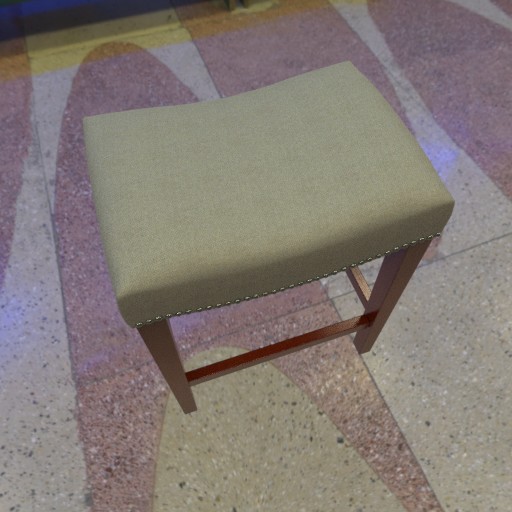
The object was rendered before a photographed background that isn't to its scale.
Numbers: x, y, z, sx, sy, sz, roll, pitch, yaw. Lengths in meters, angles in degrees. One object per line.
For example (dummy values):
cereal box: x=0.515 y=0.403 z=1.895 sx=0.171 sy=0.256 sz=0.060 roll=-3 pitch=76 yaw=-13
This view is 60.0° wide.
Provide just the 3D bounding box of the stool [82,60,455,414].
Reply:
stool: x=0.000 y=0.000 z=0.934 sx=0.509 sy=0.632 sz=0.375 roll=-16 pitch=59 yaw=-10
